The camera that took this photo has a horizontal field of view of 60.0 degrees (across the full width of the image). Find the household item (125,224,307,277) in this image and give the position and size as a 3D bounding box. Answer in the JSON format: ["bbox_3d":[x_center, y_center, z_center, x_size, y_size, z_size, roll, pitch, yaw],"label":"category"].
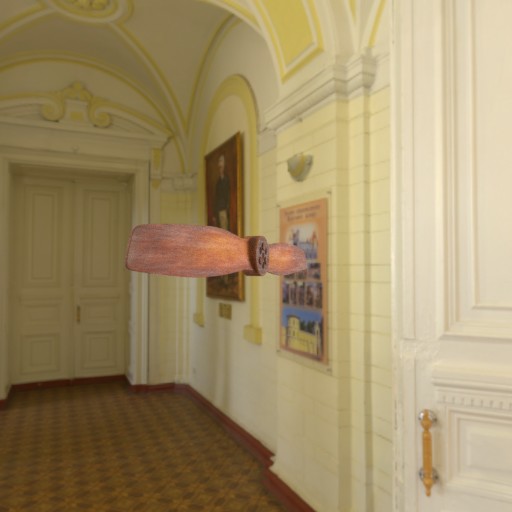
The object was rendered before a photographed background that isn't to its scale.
[{"bbox_3d":[0.000,0.000,1.257,0.051,0.121,1.181,0,-1,20],"label":"household item"}]
